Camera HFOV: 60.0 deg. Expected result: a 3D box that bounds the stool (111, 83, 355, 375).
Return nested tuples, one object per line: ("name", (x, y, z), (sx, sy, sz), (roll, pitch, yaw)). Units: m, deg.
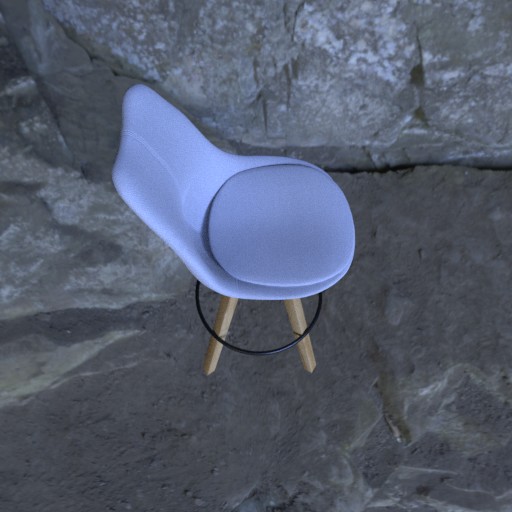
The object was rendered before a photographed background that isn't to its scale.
("stool", (0.000, 0.000, 1.371), (0.550, 1.115, 0.484), (-1, 63, -1))
